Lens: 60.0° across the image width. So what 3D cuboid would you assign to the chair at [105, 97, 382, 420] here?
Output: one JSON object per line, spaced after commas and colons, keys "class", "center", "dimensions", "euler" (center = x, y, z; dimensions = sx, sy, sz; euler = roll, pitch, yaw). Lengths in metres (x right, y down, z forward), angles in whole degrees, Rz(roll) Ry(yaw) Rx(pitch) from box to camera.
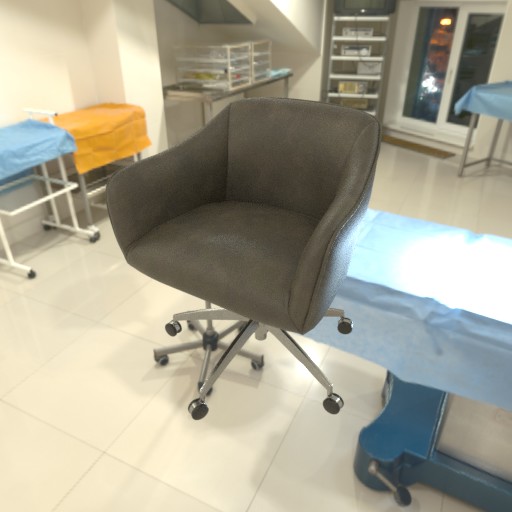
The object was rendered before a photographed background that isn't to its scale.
{"class": "chair", "center": [0.000, 0.000, 1.372], "dimensions": [0.713, 0.827, 0.689], "euler": [18, 35, 28]}
